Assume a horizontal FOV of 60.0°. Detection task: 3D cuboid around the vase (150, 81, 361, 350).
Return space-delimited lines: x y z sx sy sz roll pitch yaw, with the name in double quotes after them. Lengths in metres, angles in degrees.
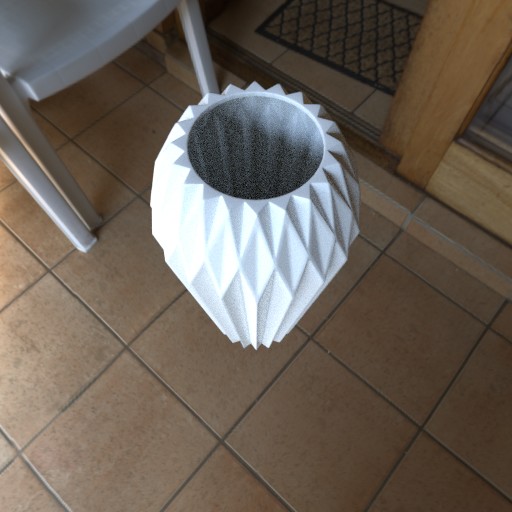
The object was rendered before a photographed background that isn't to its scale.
0.000 0.000 0.345 0.133 0.263 0.133 0 64 0 "vase"
